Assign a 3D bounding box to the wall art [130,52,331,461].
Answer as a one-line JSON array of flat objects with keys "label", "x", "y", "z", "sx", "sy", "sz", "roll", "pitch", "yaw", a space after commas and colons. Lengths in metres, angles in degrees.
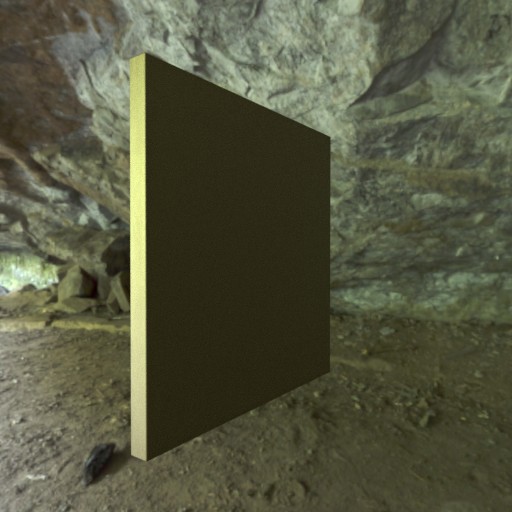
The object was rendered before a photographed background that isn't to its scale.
[{"label": "wall art", "x": 0.000, "y": 0.000, "z": 0.759, "sx": 0.031, "sy": 0.506, "sz": 0.503, "roll": 1, "pitch": 1, "yaw": 36}]
